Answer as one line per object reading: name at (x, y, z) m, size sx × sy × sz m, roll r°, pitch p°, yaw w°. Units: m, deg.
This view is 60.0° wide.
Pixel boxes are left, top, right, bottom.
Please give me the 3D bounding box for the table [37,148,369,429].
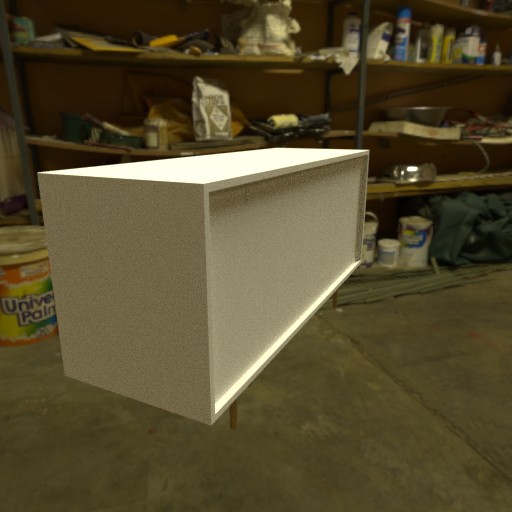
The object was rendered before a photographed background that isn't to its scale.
table at (0.000, 0.000, 1.775) m, size 0.508 × 0.769 × 1.500 m, roll 8°, pitch 18°, yaw 25°
